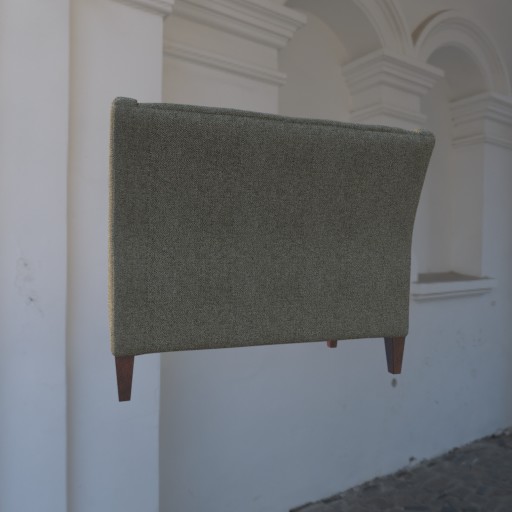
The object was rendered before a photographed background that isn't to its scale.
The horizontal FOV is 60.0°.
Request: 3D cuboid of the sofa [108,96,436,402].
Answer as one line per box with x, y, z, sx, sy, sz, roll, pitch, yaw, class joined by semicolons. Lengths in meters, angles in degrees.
0.000;0.000;1.959;1.242;1.021;0.870;0;0;-18;sofa
